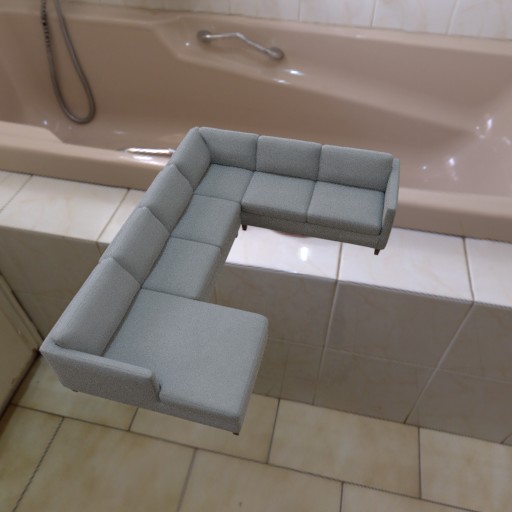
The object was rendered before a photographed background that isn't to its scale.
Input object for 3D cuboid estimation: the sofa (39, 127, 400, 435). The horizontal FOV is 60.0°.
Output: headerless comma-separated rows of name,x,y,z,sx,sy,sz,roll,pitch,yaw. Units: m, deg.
sofa,0.000,0.000,4.327,2.551,0.853,3.238,11,48,10
